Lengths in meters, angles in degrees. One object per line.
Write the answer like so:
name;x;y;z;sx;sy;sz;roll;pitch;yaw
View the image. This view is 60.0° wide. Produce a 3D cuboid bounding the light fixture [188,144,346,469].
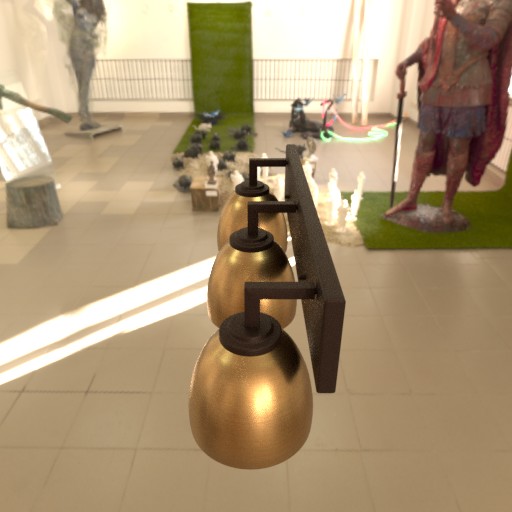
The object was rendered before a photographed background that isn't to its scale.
light fixture;0.000;0.000;0.675;0.157;0.204;0.582;0;28;0
